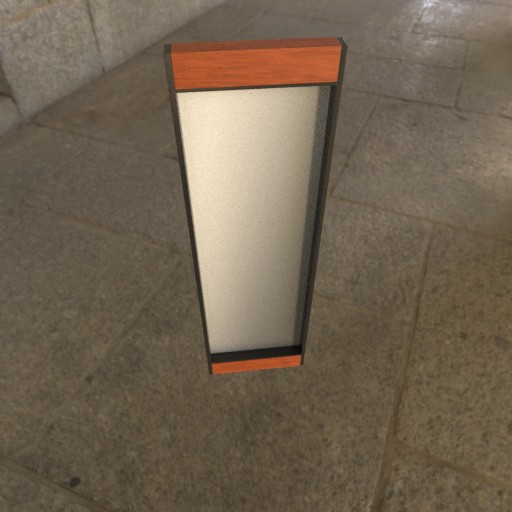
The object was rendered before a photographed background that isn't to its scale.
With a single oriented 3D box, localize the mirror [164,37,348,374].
[{"bbox_3d":[0.000,0.000,1.229,0.343,1.123,0.047,-5,45,-5],"label":"mirror"}]
